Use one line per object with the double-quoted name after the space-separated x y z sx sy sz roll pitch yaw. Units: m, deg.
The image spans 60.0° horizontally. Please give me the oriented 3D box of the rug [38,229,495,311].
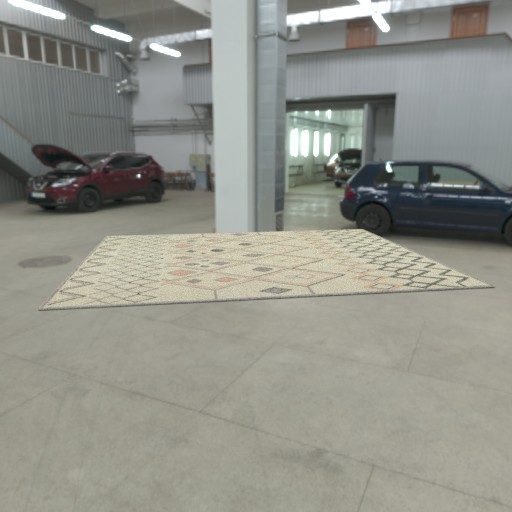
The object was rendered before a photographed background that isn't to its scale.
0.000 0.000 4.072 3.050 0.016 2.441 -2 13 -9 "rug"
